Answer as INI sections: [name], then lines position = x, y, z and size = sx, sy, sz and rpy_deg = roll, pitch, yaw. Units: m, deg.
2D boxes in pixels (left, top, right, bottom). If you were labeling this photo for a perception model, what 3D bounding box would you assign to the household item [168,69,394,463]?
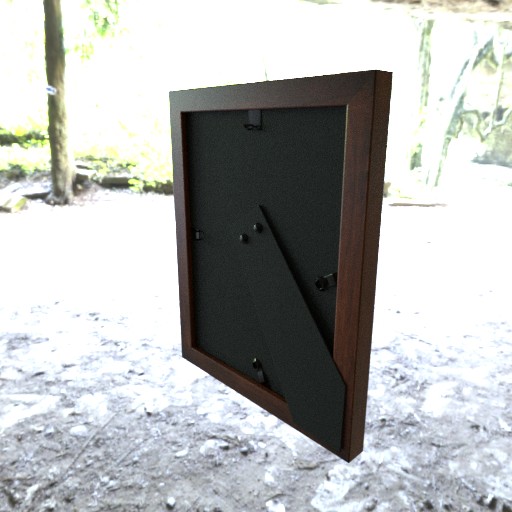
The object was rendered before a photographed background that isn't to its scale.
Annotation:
[household item]
position = 0.000, 0.000, 0.343
size = 0.020, 0.250, 0.200
rpy_deg = -15, 22, -41
